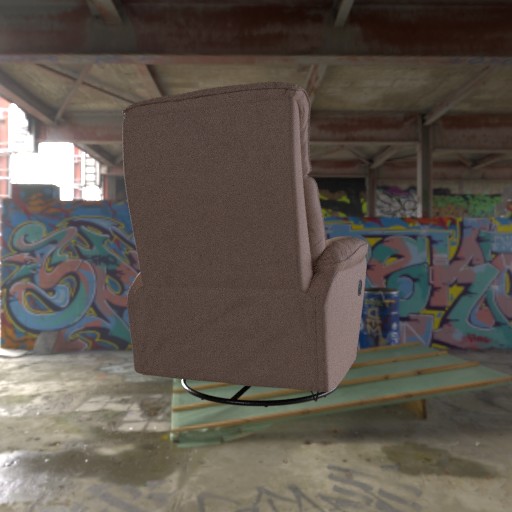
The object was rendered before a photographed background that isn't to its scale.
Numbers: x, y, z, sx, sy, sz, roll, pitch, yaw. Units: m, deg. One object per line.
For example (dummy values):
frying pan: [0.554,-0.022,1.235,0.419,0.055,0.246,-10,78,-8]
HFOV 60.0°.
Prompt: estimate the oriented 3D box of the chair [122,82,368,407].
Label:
chair: [0.000,0.000,1.786,0.820,1.037,1.004,0,0,19]
